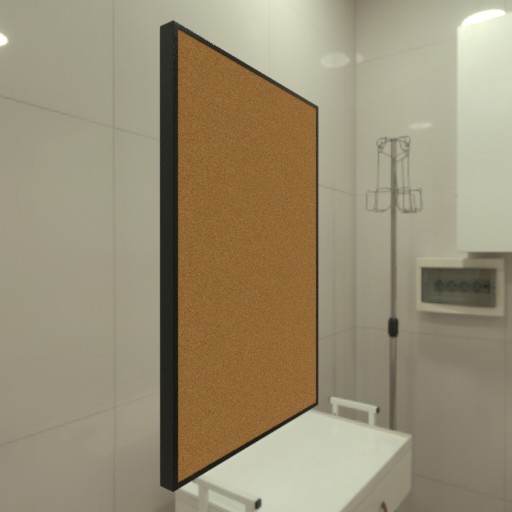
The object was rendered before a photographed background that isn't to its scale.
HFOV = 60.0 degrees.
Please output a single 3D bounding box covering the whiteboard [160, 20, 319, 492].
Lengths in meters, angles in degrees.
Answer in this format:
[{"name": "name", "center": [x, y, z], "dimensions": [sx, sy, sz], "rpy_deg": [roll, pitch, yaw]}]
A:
[{"name": "whiteboard", "center": [0.000, 0.000, 0.746], "dimensions": [0.026, 0.611, 0.406], "rpy_deg": [0, 0, 35]}]
